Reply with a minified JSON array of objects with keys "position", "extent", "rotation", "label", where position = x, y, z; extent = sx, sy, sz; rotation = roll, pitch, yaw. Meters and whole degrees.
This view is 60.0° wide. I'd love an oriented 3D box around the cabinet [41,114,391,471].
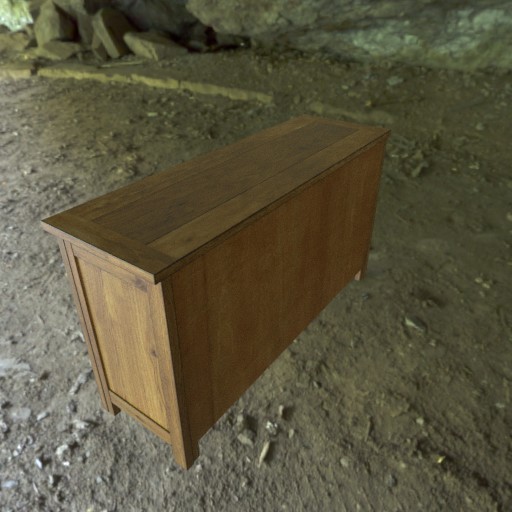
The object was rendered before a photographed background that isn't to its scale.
[{"position":[0.000,0.000,1.881],"extent":[0.480,0.813,1.474],"rotation":[21,38,30],"label":"cabinet"}]
